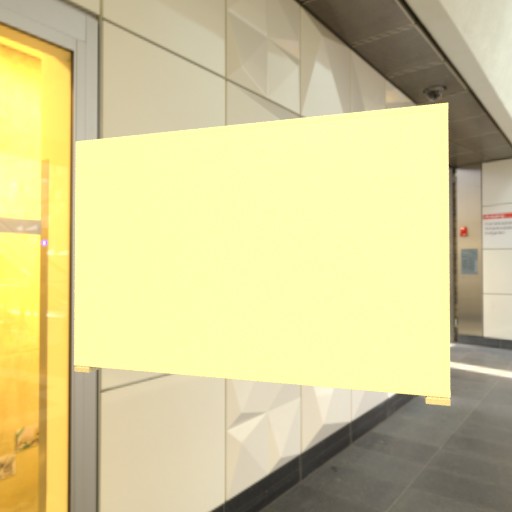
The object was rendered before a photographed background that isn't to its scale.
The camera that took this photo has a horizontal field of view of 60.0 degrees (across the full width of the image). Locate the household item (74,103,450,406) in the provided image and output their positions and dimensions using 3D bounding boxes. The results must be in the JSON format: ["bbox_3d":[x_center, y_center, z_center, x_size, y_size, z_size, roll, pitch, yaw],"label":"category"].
[{"bbox_3d":[0.000,0.000,1.668,1.300,0.867,0.420,0,-1,18],"label":"household item"}]
